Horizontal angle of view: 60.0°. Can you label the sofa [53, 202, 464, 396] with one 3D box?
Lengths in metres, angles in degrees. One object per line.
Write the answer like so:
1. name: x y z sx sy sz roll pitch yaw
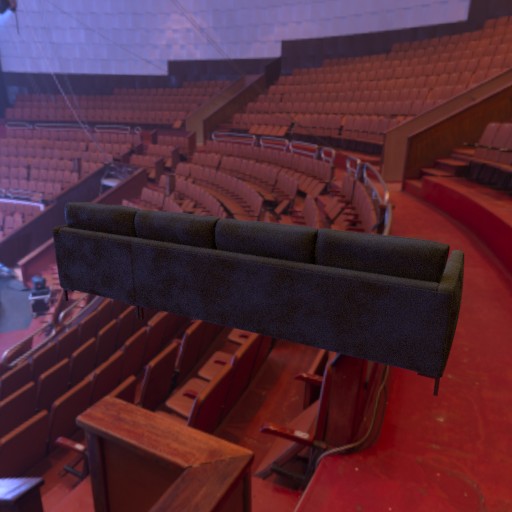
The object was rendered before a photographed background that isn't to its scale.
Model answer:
1. sofa: 0.000 0.000 3.174 2.725 0.756 1.255 9 19 27
